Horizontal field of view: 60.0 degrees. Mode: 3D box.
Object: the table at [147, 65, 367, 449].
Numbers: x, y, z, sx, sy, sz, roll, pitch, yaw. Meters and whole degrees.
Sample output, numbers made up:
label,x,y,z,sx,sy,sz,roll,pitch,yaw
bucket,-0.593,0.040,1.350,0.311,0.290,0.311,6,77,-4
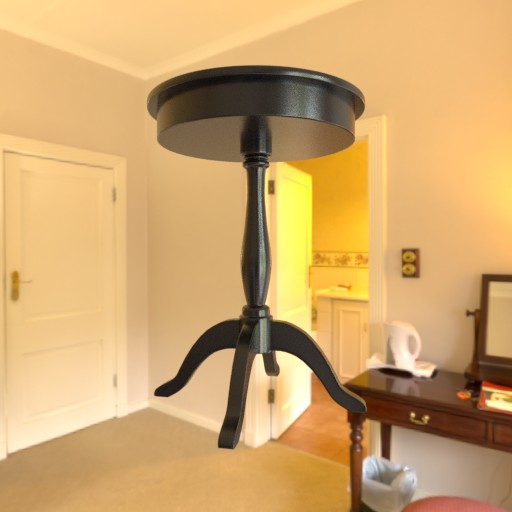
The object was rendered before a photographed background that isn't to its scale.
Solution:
label,x,y,z,sx,sy,sz,roll,pitch,yaw
table,0.000,0.000,1.002,0.481,0.665,0.481,0,1,0
